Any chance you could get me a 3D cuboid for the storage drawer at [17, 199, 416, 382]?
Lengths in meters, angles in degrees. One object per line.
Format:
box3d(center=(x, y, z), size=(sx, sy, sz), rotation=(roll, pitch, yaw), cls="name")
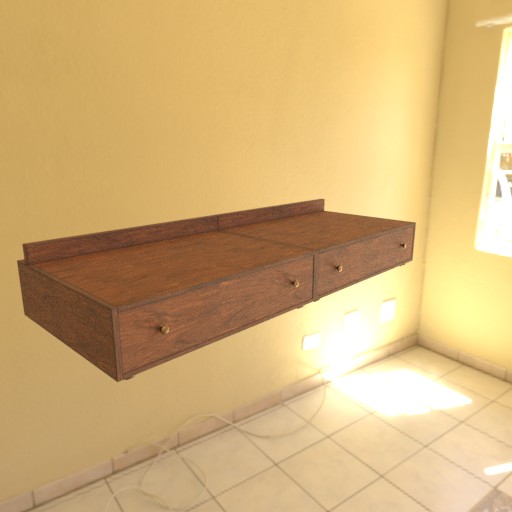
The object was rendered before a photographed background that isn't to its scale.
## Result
box3d(center=(0.000, 0.000, 2.177), size=(0.774, 0.339, 1.914), rotation=(14, 20, 42), cls="storage drawer")
